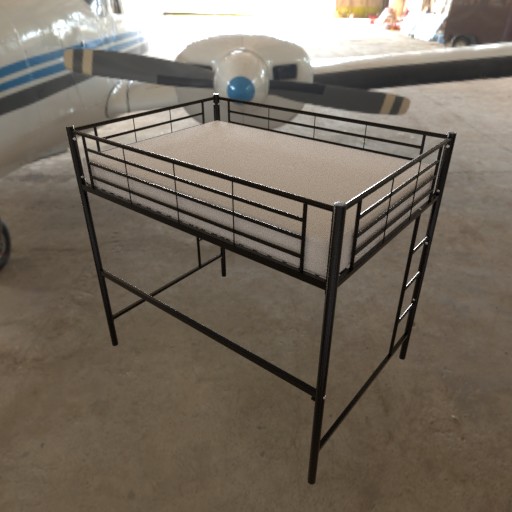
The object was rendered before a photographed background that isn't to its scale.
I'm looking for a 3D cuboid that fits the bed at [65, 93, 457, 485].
[{"bbox_3d":[0.000,0.000,3.179,1.994,1.803,1.397,22,37,33],"label":"bed"}]
